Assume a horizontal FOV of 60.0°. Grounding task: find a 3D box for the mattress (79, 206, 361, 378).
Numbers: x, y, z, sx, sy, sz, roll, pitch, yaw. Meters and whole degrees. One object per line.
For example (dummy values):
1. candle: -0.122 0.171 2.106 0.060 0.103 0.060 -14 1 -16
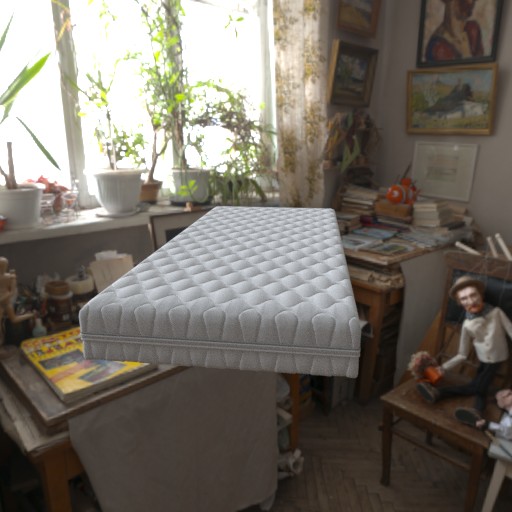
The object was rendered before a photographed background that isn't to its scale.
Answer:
1. mattress: 0.000 0.000 2.340 0.900 0.200 2.000 2 16 7
